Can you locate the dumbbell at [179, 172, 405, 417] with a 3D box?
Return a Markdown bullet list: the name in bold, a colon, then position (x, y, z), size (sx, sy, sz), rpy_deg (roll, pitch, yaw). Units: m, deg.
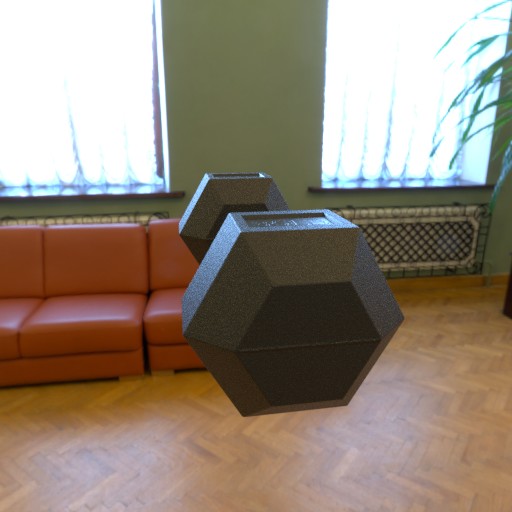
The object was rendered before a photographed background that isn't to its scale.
- **dumbbell**: position (0.000, 0.000, 0.418), size (0.141, 0.123, 0.356), rpy_deg (-3, 17, -9)
